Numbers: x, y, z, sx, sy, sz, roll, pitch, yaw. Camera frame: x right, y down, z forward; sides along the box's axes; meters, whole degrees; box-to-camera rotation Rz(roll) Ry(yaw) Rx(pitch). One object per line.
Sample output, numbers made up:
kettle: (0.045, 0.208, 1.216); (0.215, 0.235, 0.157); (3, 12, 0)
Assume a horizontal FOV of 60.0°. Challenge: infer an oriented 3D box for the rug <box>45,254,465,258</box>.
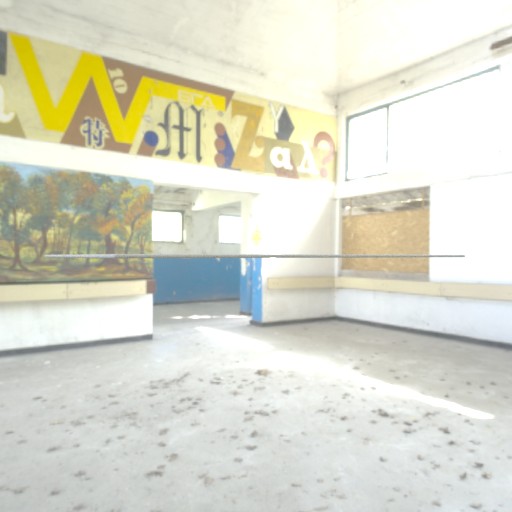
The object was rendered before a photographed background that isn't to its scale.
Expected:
rug: (0.000, 0.000, 2.308); (1.829, 0.013, 1.219); (0, 0, -34)
